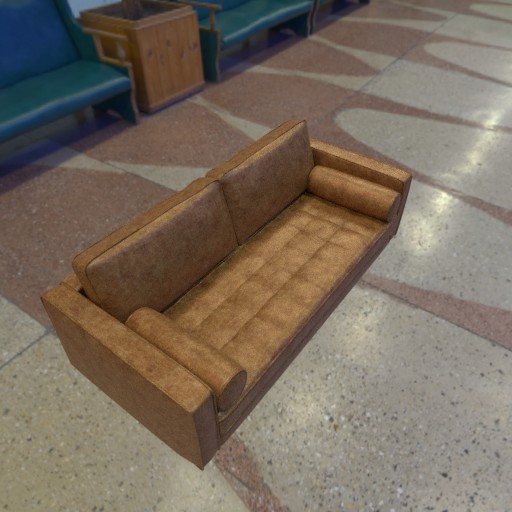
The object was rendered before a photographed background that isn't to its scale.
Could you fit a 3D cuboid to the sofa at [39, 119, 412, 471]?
[{"bbox_3d":[0.000,0.000,2.373,0.924,0.825,1.920,27,49,26],"label":"sofa"}]
